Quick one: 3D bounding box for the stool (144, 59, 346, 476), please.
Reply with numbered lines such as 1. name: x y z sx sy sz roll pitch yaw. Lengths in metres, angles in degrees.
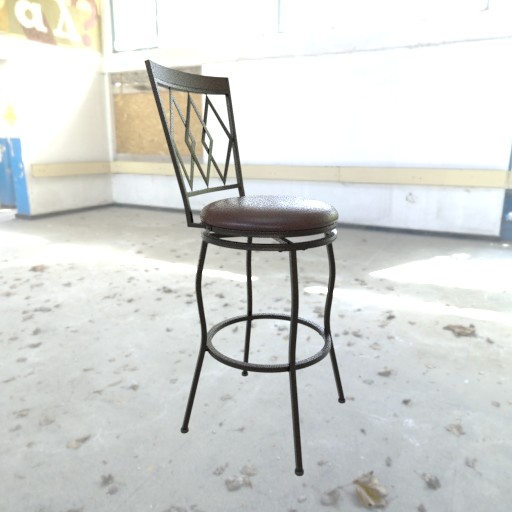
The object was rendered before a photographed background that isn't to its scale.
1. stool: 0.000 0.000 1.412 0.521 1.134 0.432 8 17 27
